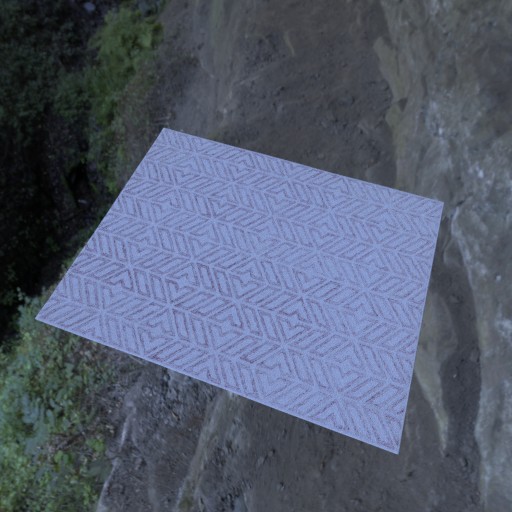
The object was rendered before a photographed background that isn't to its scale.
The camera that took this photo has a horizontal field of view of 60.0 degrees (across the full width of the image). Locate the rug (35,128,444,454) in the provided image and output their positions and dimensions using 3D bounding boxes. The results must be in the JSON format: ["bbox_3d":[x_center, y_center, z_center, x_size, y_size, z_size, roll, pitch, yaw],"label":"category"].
[{"bbox_3d":[0.000,0.000,4.022,3.045,0.008,2.421,17,60,10],"label":"rug"}]
